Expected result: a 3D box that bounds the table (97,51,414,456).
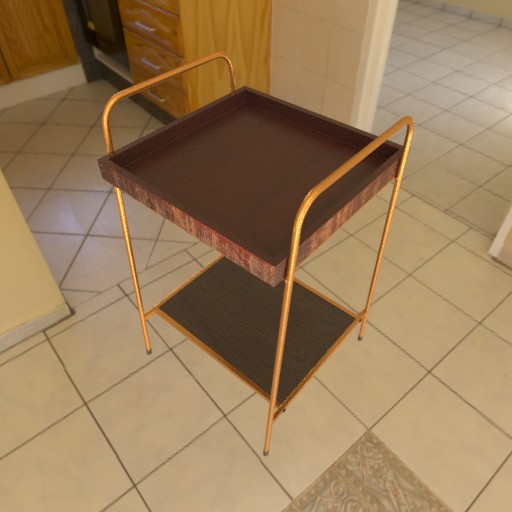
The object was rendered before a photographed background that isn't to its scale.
[{"bbox_3d":[0.000,0.000,0.984,0.430,0.710,0.430,31,53,27],"label":"table"}]
